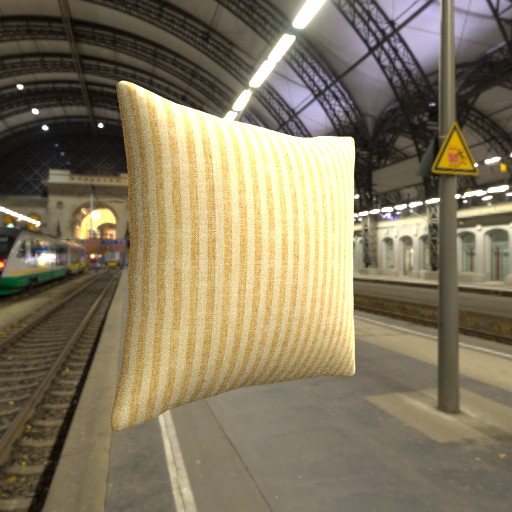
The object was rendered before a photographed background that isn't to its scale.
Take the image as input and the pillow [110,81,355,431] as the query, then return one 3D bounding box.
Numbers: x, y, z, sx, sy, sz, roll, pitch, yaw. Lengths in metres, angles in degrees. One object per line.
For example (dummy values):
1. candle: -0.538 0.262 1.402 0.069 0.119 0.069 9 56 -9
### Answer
1. pillow: 0.000 0.000 0.635 0.419 0.407 0.173 0 0 -37
